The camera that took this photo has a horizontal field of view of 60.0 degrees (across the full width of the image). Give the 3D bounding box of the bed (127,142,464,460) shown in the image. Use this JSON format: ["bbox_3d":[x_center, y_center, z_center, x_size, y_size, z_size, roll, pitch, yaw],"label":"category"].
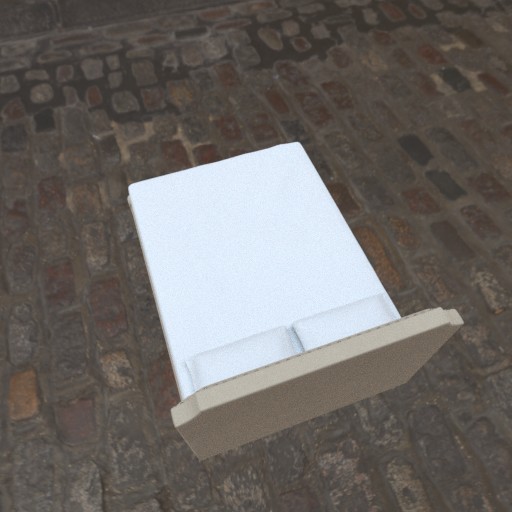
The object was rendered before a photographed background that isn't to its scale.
[{"bbox_3d":[0.000,0.000,3.433,1.703,1.415,2.329,-17,59,-10],"label":"bed"}]
